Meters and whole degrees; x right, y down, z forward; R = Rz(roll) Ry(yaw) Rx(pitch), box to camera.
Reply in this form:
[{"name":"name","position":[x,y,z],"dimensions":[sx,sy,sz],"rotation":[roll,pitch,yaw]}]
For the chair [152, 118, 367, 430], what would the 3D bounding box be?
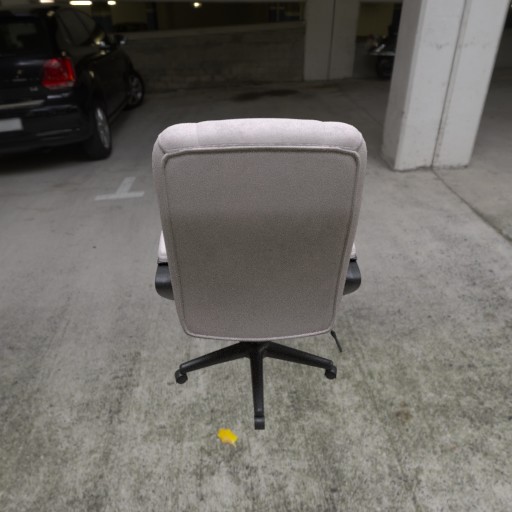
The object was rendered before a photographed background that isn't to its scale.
[{"name":"chair","position":[0.000,0.000,1.584],"dimensions":[0.667,1.105,0.724],"rotation":[-1,30,-2]}]
